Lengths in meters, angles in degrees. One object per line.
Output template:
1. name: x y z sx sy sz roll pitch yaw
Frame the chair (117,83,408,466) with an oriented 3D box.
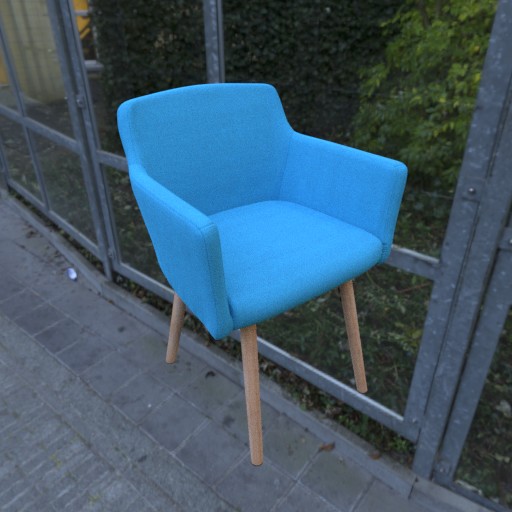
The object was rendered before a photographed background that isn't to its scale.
1. chair: 0.000 0.000 1.153 0.570 0.780 0.540 -21 36 -32
